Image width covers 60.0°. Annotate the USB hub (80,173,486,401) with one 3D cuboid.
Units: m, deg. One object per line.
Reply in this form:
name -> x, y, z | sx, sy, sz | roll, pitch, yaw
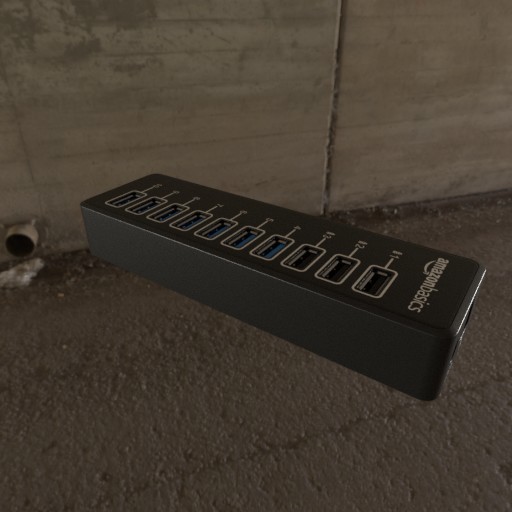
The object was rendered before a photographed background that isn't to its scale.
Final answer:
USB hub -> 0.000, 0.000, 0.162 | 0.145, 0.023, 0.044 | 19, 36, 29
